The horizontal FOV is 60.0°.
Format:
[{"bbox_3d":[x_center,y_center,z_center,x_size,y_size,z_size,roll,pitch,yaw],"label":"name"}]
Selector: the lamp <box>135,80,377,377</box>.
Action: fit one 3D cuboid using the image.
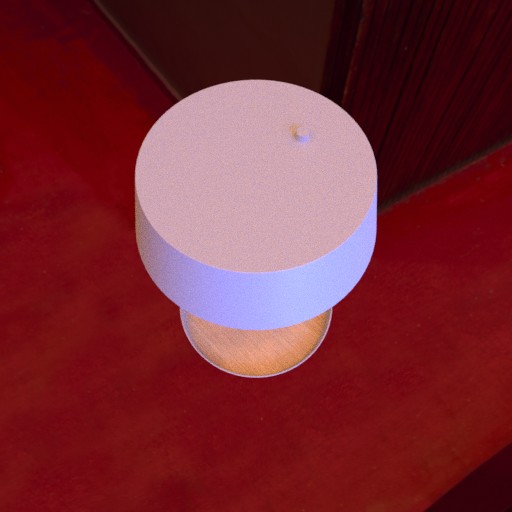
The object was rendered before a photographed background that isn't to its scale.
[{"bbox_3d":[0.000,0.000,0.637,0.291,0.429,0.291,0,63,0],"label":"lamp"}]
